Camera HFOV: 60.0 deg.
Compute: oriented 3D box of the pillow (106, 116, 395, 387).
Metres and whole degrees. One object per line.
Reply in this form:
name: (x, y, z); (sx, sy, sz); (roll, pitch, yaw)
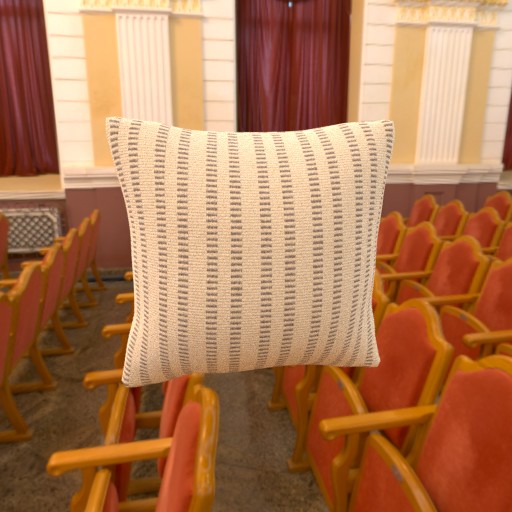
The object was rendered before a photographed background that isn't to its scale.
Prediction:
pillow: (0.000, 0.000, 0.703); (0.438, 0.419, 0.247); (-2, 14, -9)
